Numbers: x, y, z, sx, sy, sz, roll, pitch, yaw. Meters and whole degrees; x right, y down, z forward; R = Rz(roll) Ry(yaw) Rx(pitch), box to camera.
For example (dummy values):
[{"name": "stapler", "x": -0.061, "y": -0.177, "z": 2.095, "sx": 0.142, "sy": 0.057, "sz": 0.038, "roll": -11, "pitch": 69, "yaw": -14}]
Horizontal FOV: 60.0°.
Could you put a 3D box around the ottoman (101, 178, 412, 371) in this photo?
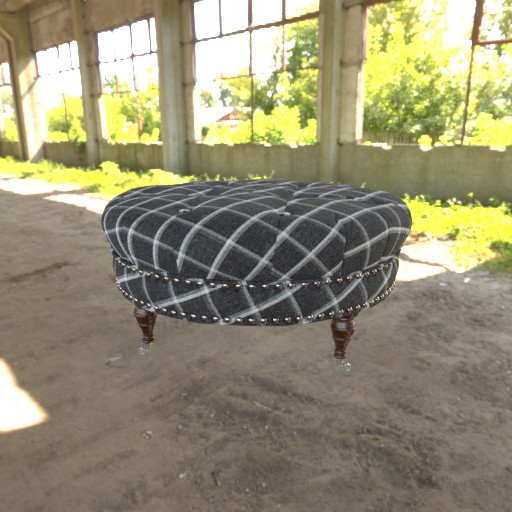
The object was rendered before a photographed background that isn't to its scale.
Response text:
[{"name": "ottoman", "x": 0.000, "y": 0.000, "z": 1.390, "sx": 0.901, "sy": 0.439, "sz": 0.901, "roll": 0, "pitch": 16, "yaw": 0}]
